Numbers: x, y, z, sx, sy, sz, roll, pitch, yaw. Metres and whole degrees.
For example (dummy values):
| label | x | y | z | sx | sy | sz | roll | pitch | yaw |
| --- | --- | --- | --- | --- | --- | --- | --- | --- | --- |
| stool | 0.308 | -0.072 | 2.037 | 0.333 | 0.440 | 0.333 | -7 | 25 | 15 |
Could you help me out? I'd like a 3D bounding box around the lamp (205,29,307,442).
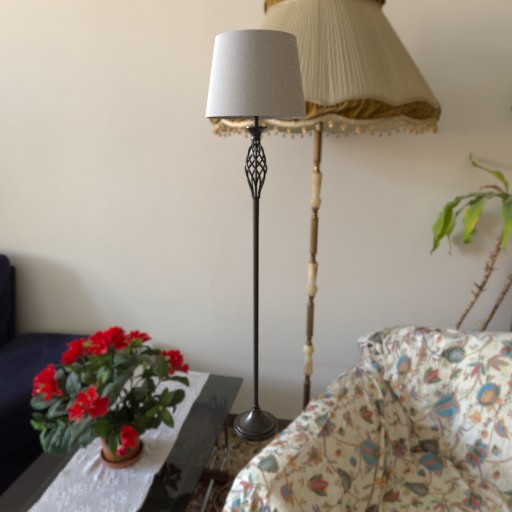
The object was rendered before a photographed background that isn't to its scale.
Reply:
| label | x | y | z | sx | sy | sz | roll | pitch | yaw |
| --- | --- | --- | --- | --- | --- | --- | --- | --- | --- |
| lamp | 0.000 | 0.000 | 1.810 | 0.379 | 1.623 | 0.379 | 0 | 15 | 0 |
